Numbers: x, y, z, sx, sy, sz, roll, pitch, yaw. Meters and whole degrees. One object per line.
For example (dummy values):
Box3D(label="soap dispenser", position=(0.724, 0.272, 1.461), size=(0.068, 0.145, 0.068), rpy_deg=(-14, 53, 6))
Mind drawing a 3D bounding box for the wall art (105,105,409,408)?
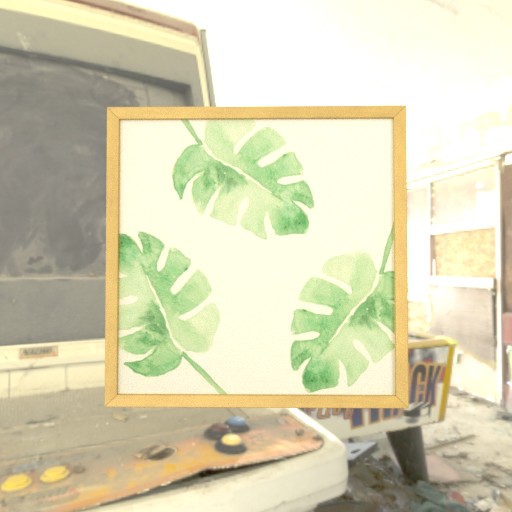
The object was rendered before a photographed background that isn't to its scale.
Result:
Box3D(label="wall art", position=(0.000, 0.000, 0.765), size=(0.508, 0.508, 0.038), rpy_deg=(0, -1, 1))
